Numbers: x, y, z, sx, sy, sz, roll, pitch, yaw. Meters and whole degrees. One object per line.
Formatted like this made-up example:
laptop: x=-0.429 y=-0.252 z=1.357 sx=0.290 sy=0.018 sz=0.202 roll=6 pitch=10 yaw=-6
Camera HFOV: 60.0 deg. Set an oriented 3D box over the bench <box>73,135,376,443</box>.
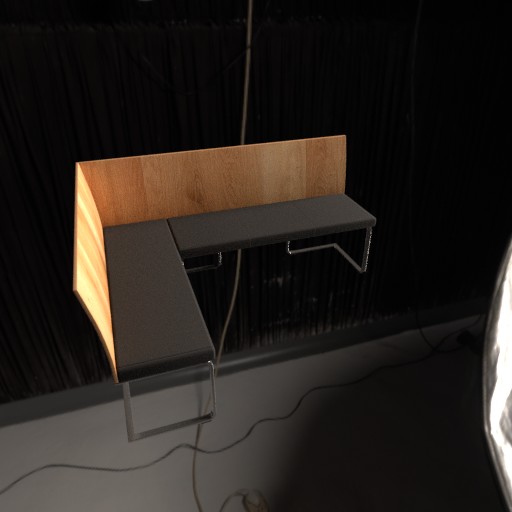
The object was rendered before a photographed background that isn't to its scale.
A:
bench: x=0.000 y=0.000 z=2.757 sx=1.945 sy=0.930 sz=1.495 roll=-10 pitch=32 yaw=-16
